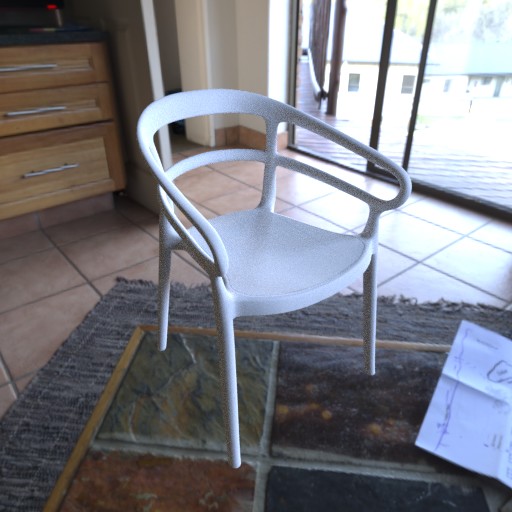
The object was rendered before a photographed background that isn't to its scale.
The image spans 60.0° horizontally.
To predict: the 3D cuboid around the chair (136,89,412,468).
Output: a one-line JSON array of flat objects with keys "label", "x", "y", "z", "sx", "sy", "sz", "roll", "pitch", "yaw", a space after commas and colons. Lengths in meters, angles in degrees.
[{"label": "chair", "x": 0.000, "y": 0.000, "z": 1.166, "sx": 0.559, "sy": 0.761, "sz": 0.527, "roll": -21, "pitch": 36, "yaw": -32}]
